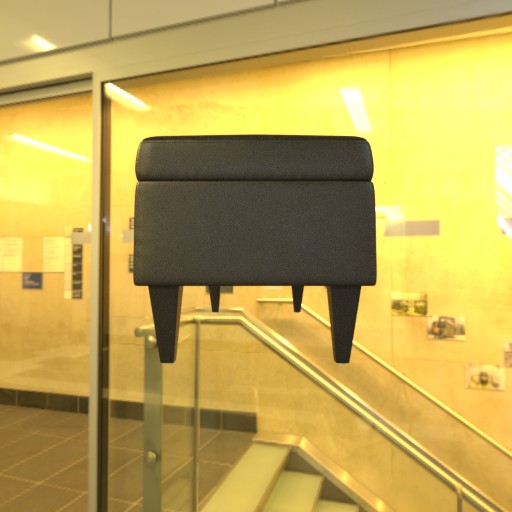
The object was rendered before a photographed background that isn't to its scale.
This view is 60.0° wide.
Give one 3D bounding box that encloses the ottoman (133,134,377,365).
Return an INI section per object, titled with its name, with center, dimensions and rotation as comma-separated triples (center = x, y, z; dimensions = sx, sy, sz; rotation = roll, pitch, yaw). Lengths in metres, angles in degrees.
[ottoman]
center = 0.000, 0.000, 1.429
dimensions = 0.482, 0.469, 1.151
rotation = 0, -1, 0
